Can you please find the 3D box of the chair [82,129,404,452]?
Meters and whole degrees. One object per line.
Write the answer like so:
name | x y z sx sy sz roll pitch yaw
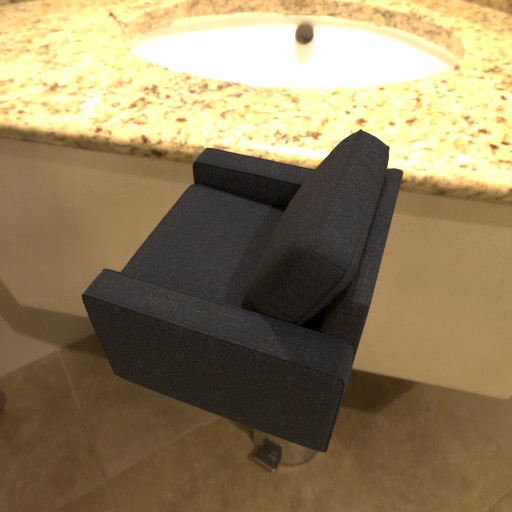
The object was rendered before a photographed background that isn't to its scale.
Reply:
chair | 0.000 0.000 1.786 0.940 0.919 1.017 15 47 14
